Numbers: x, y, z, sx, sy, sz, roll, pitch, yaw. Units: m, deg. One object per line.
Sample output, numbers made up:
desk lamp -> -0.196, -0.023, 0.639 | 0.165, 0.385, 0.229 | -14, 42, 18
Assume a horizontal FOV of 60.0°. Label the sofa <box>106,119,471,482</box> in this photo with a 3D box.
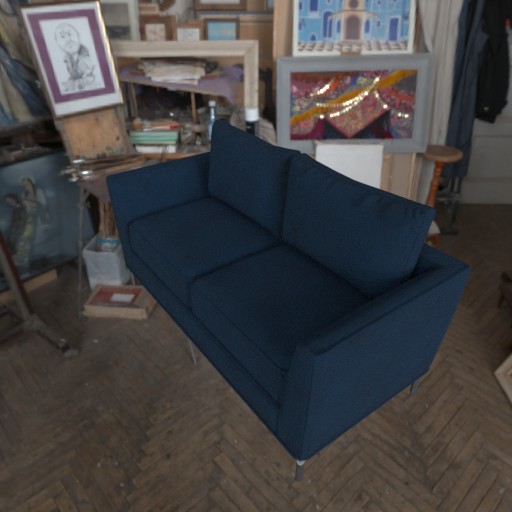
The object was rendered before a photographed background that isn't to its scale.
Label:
sofa -> 0.000, 0.000, 2.272 | 0.853, 1.002, 1.770 | -22, 38, -30
